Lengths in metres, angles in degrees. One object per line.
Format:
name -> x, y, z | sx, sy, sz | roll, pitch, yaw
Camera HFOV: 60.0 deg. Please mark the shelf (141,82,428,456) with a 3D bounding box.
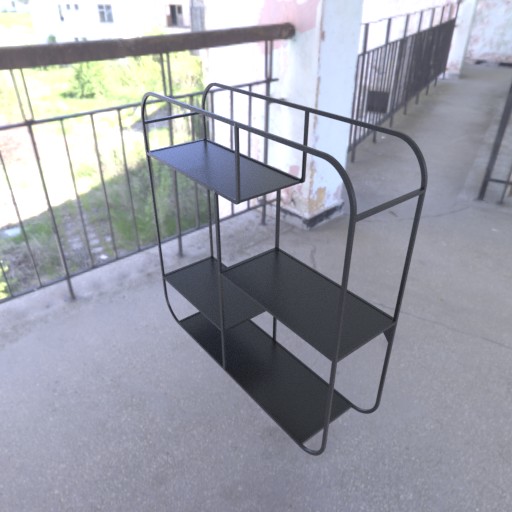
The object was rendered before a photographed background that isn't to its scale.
shelf -> 0.000, 0.000, 0.926 | 0.160, 0.600, 0.600 | -23, 38, -32
